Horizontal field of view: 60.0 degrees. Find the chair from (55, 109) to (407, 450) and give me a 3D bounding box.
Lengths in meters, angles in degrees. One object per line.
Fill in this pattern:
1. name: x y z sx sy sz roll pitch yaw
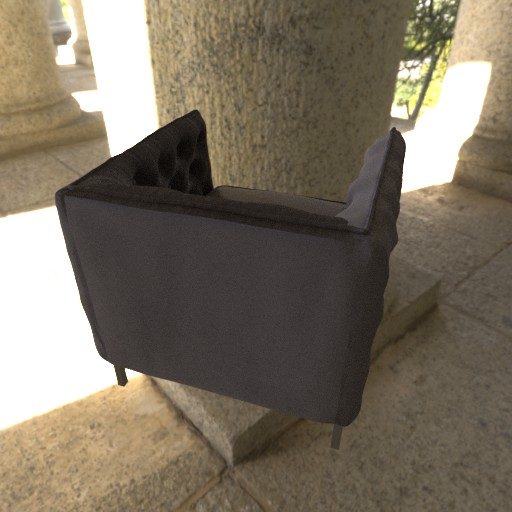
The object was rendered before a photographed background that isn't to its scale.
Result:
1. chair: 0.000 0.000 1.635 0.946 0.807 0.913 10 34 16
